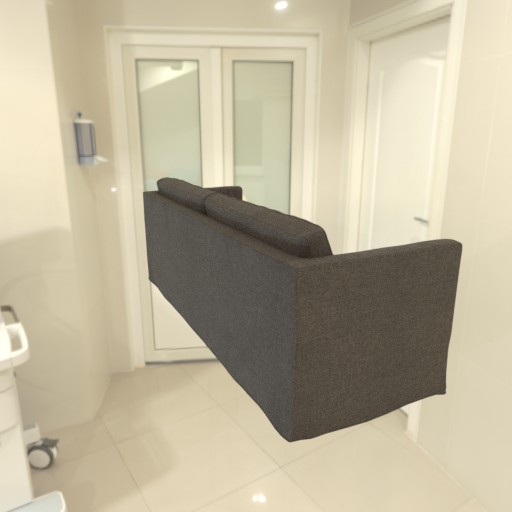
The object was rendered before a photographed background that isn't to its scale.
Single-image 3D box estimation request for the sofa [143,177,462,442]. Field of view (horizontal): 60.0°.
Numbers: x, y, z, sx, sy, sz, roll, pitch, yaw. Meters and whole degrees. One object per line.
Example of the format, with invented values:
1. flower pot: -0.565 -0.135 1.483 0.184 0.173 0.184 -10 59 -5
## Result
1. sofa: 0.000 0.000 3.284 1.036 0.998 2.779 -8 17 -26
